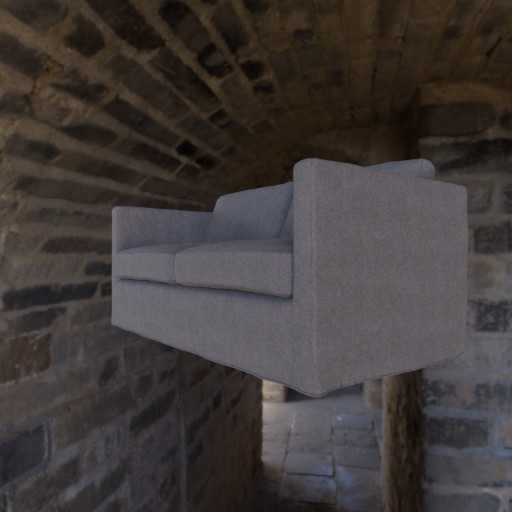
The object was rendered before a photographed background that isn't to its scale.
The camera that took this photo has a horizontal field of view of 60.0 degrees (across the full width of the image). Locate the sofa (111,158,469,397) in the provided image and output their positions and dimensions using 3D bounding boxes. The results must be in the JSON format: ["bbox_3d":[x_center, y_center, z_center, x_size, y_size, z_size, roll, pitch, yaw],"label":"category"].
[{"bbox_3d":[0.000,0.000,2.321,0.974,0.854,1.802,0,0,-37],"label":"sofa"}]
